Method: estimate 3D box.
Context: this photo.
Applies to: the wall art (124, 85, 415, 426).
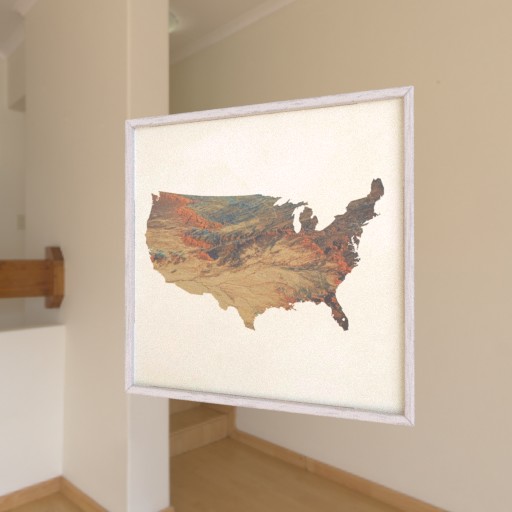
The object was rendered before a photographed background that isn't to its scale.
[{"bbox_3d":[0.000,0.000,1.917,1.287,1.288,0.078,0,0,19],"label":"wall art"}]
